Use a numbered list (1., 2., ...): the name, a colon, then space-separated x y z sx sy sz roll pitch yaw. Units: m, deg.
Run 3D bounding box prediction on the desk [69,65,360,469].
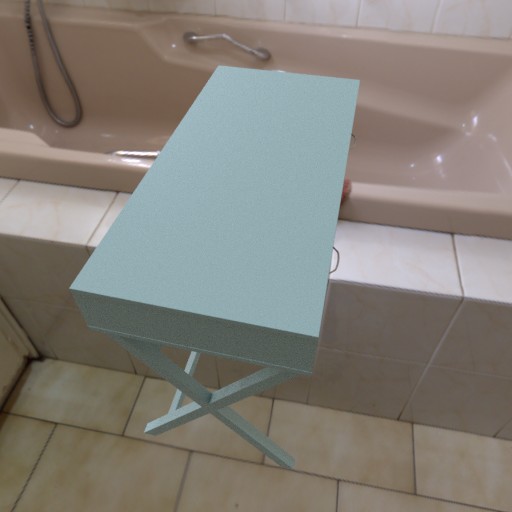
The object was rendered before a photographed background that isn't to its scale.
1. desk: 0.000 0.000 1.486 0.525 0.780 1.057 10 48 9
